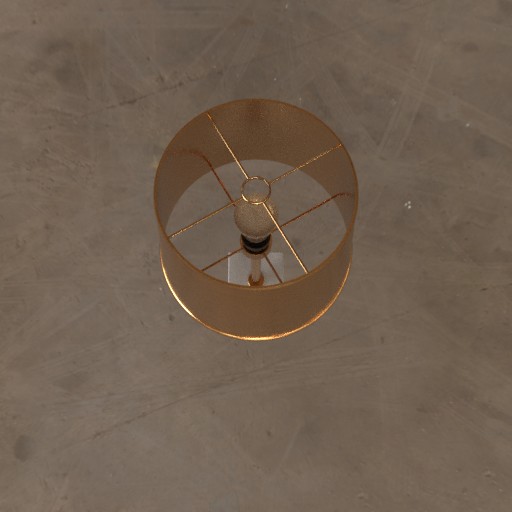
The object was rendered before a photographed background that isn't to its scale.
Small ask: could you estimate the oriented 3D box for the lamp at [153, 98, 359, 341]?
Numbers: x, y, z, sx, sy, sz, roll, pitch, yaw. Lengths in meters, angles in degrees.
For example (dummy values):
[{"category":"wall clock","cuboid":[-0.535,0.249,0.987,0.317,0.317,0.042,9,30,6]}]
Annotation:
[{"category":"lamp","cuboid":[0.000,0.000,0.532,0.208,0.406,0.208,0,75,0]}]
